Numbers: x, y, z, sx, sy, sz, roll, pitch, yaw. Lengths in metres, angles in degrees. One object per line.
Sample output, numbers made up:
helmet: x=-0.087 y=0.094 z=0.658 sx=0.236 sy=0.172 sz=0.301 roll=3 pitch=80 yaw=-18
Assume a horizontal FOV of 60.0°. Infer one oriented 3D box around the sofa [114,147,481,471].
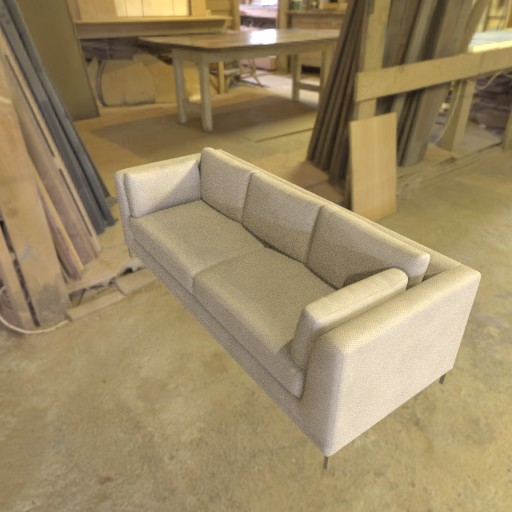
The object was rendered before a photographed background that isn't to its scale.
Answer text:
sofa: x=0.000 y=0.000 z=2.902 sx=0.969 sy=0.867 sz=2.415 roll=-20 pitch=36 yaw=-30
